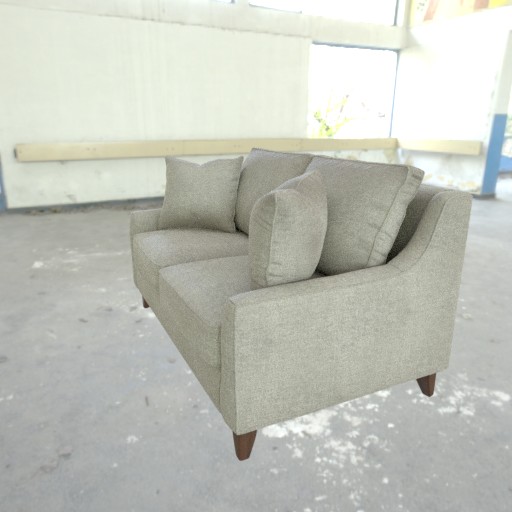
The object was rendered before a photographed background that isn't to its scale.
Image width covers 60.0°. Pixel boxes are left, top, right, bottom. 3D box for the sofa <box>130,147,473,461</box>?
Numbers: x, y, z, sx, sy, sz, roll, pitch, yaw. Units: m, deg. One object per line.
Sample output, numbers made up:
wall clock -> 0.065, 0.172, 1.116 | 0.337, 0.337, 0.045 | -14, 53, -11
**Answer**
sofa -> 0.000, 0.000, 1.959 | 0.915, 0.863, 1.422 | -8, 19, -25
